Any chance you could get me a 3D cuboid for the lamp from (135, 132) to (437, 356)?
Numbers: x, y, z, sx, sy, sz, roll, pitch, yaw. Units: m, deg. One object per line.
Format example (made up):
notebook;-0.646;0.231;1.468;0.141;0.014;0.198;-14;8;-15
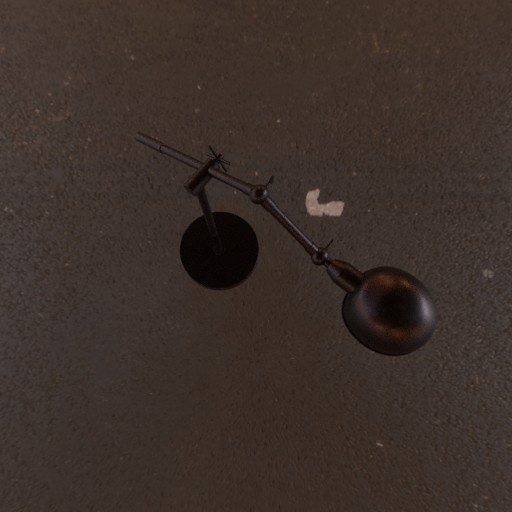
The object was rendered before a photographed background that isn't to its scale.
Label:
lamp;0.000;0.000;0.804;0.567;0.495;0.185;38;79;8
